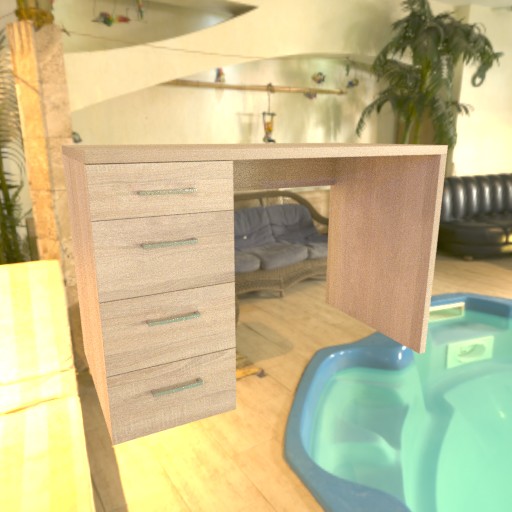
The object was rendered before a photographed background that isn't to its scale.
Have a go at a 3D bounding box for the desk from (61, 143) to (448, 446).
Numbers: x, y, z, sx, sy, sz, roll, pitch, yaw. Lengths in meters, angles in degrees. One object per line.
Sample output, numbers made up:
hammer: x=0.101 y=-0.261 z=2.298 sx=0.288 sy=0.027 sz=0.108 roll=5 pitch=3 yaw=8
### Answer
desk: x=0.000 y=0.000 z=1.509 sx=1.100 sy=0.731 sz=0.600 roll=-8 pitch=17 yaw=-26
